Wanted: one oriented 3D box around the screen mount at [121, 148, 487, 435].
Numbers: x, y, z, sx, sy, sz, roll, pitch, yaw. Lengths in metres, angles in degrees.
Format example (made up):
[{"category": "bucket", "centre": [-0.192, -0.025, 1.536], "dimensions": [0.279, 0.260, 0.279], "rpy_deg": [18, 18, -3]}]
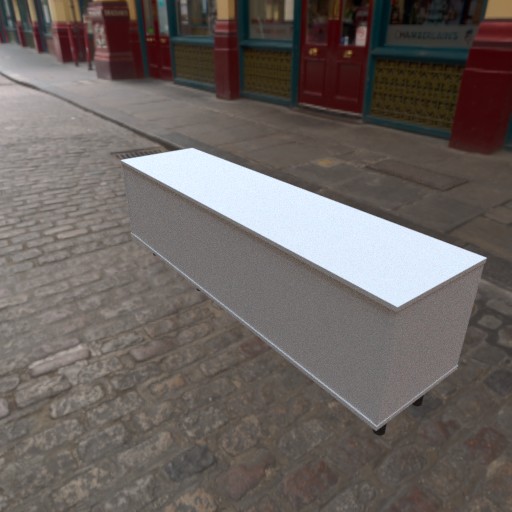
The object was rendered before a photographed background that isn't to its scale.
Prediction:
[{"category": "screen mount", "centre": [0.000, 0.000, 1.806], "dimensions": [0.418, 0.520, 1.600], "rpy_deg": [-19, 33, -33]}]
